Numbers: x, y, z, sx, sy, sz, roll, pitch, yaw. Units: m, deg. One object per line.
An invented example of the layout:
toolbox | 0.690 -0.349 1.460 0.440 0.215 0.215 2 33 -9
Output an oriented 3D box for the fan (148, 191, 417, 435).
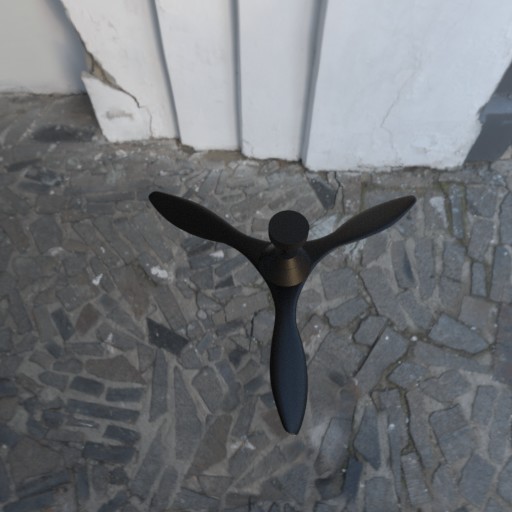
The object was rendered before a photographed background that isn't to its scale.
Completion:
fan | 0.000 0.000 1.616 1.067 0.305 1.067 16 61 9
